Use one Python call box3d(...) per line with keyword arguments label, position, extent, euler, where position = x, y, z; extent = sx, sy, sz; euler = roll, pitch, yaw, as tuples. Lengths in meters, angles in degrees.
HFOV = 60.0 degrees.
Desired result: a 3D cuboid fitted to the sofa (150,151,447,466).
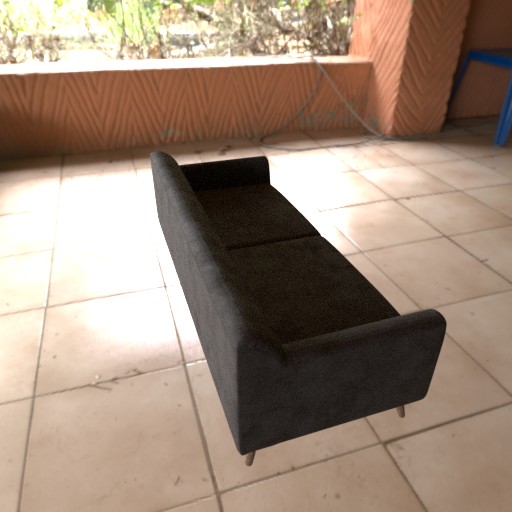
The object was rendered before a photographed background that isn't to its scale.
box3d(label="sofa", position=(0.000, 0.000, 2.638), extent=(0.900, 0.740, 2.190), euler=(-10, 32, -16))
